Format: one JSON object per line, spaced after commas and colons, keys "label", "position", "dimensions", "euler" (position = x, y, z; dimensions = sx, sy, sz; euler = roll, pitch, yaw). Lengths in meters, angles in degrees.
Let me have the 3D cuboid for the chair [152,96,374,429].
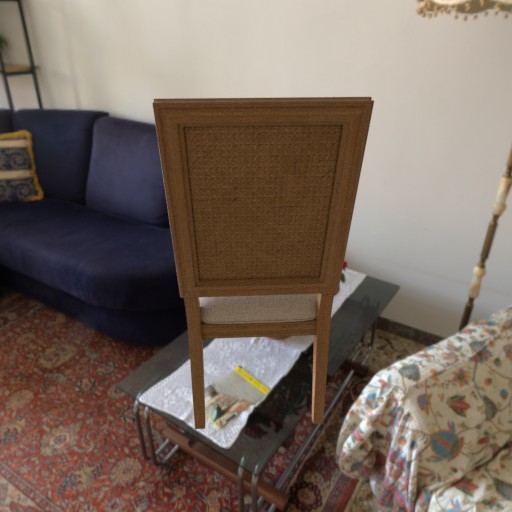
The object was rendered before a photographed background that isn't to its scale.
{"label": "chair", "position": [0.000, 0.000, 1.321], "dimensions": [0.536, 0.988, 0.601], "euler": [-1, 29, -3]}
